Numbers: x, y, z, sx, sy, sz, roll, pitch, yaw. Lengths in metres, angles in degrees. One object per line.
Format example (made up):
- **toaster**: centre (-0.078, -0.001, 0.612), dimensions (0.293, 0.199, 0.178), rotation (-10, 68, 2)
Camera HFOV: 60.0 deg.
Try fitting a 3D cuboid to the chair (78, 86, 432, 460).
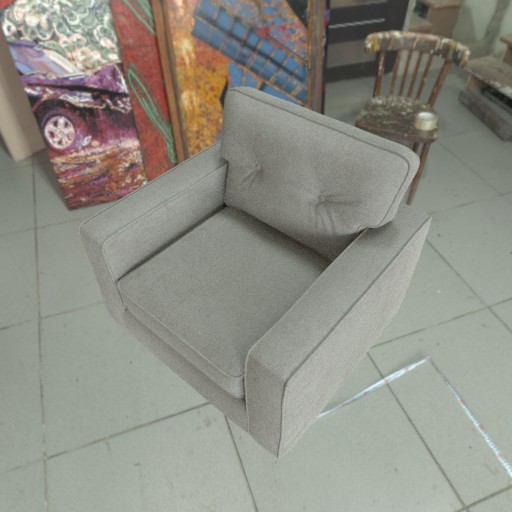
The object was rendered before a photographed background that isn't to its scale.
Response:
- **chair**: centre (0.000, 0.000, 1.776), dimensions (1.015, 0.965, 0.939), rotation (31, 53, 27)
